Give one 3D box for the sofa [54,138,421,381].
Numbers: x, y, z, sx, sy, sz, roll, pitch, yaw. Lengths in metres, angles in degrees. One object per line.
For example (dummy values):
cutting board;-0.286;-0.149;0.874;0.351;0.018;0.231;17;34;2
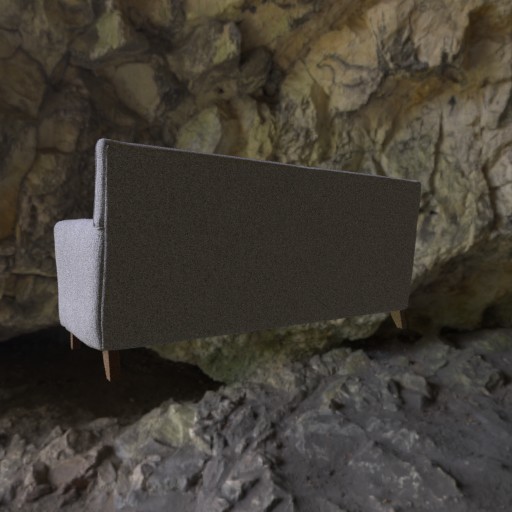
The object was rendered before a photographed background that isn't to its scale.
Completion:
sofa;0.000;0.000;2.555;2.026;0.942;0.854;-1;2;-35
